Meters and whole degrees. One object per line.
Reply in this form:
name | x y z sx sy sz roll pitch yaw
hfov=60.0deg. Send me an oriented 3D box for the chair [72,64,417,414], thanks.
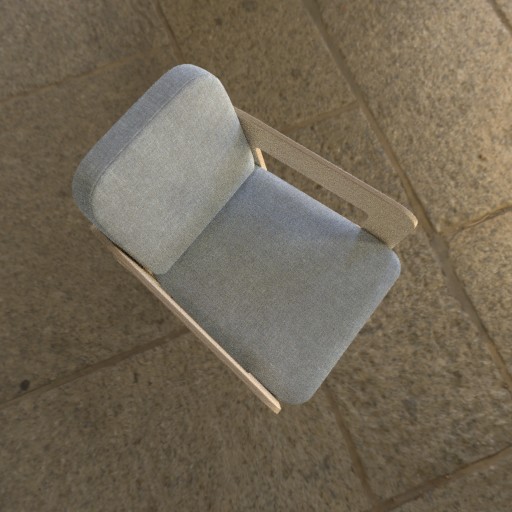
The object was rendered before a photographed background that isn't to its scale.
chair | 0.000 0.000 1.262 0.710 0.800 0.590 38 79 9
